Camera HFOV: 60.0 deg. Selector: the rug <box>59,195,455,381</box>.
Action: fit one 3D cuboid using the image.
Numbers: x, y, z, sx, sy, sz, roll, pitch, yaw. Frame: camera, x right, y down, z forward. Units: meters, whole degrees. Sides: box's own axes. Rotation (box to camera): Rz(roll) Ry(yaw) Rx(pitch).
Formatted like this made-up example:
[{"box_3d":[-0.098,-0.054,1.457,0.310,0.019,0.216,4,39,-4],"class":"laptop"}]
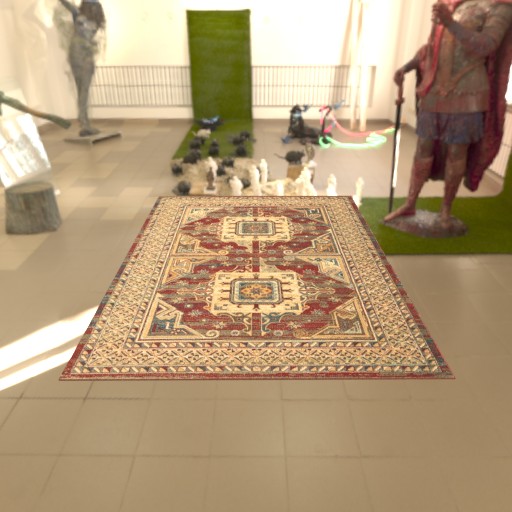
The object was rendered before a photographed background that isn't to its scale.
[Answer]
[{"box_3d":[0.000,0.000,4.074,2.381,0.013,3.197,0,28,0],"class":"rug"}]
